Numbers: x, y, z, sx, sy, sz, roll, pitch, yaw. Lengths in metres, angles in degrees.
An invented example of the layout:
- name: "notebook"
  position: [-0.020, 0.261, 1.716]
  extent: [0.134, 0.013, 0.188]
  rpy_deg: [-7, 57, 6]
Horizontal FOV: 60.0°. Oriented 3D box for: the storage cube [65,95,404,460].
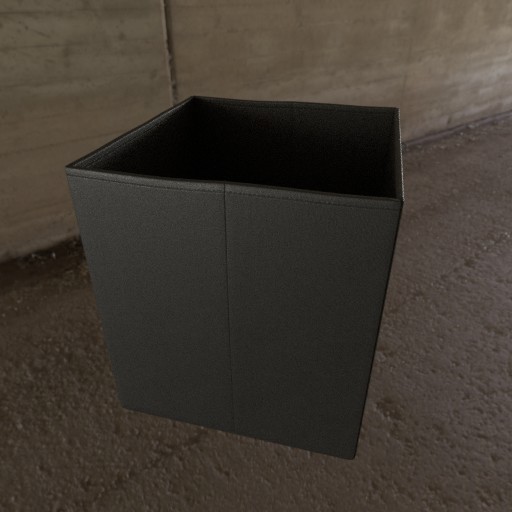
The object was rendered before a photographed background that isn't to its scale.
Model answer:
- name: "storage cube"
  position: [0.000, 0.000, 0.495]
  extent: [0.270, 0.280, 0.270]
  rpy_deg: [8, 32, 12]
